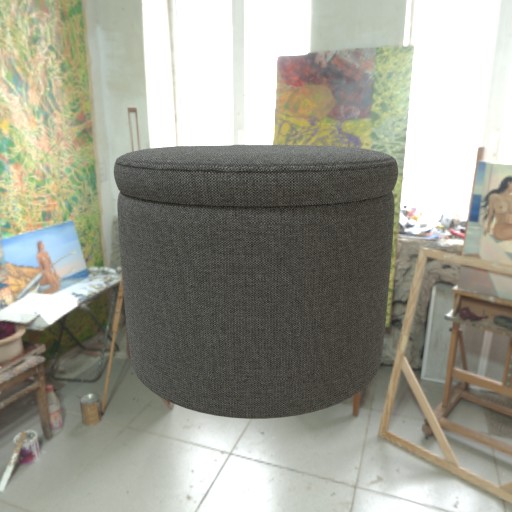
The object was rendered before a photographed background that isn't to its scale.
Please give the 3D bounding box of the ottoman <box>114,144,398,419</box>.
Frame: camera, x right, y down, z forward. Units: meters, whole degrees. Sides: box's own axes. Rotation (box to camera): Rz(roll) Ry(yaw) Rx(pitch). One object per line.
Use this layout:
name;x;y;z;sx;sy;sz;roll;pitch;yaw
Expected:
ottoman;0.000;0.000;0.891;0.520;0.430;0.520;0;16;0
